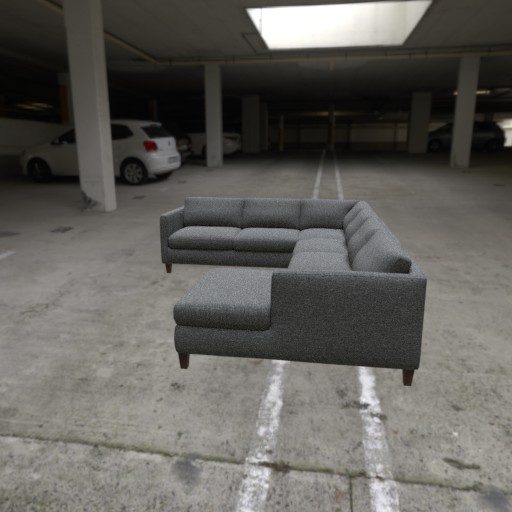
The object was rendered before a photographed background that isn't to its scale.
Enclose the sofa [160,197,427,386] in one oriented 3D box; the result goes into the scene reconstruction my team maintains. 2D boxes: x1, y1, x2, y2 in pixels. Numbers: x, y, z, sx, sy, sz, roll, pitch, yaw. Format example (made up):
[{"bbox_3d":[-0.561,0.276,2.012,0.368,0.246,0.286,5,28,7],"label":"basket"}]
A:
[{"bbox_3d":[0.000,0.000,4.341,2.551,0.853,3.238,2,13,9],"label":"sofa"}]
